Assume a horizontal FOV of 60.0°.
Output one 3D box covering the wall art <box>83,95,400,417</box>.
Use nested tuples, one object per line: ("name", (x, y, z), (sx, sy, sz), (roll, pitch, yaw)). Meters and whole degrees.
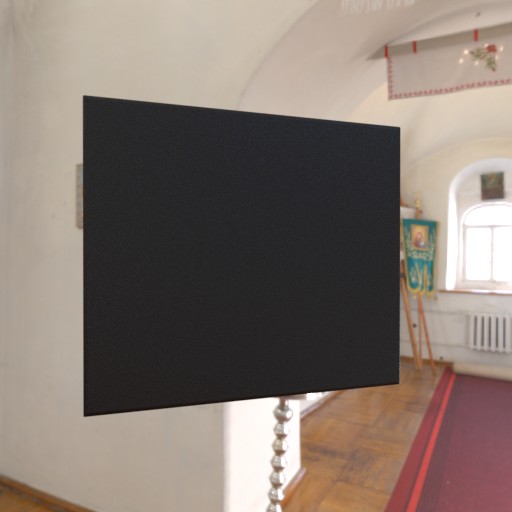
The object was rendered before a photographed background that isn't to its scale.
("wall art", (0.000, 0.000, 0.525), (0.380, 0.330, 0.028), (0, 0, -18))
